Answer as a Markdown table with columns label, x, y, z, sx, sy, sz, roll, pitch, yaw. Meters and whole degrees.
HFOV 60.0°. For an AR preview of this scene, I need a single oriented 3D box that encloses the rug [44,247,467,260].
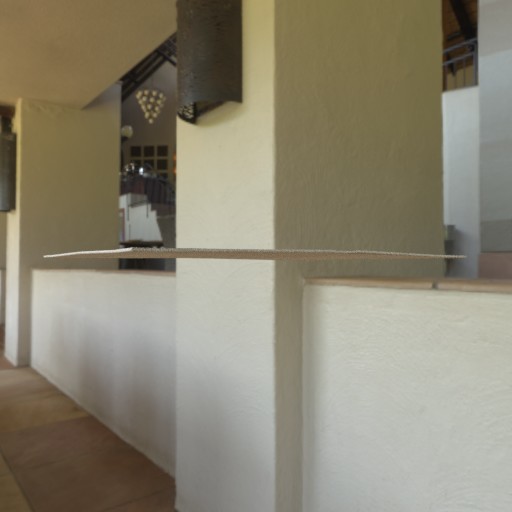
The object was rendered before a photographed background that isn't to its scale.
| label | x | y | z | sx | sy | sz | roll | pitch | yaw |
| --- | --- | --- | --- | --- | --- | --- | --- | --- | --- |
| rug | 0.000 | 0.000 | 3.667 | 2.869 | 0.038 | 2.032 | 1 | -2 | -35 |
